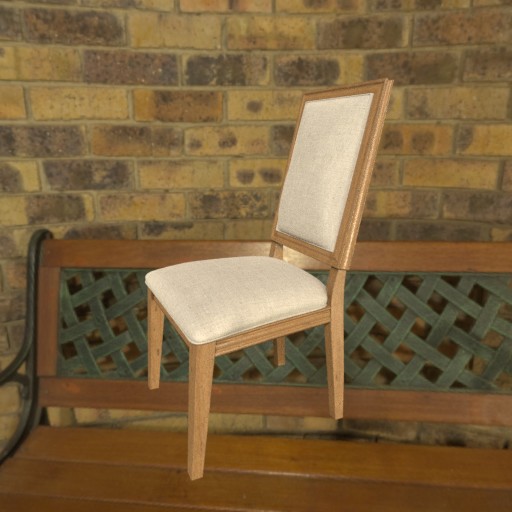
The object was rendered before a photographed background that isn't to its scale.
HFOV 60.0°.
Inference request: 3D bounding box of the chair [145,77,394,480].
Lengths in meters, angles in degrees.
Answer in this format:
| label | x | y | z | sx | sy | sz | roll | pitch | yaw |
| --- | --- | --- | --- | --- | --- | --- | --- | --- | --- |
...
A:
| label | x | y | z | sx | sy | sz | roll | pitch | yaw |
| --- | --- | --- | --- | --- | --- | --- | --- | --- | --- |
| chair | 0.000 | 0.000 | 1.336 | 0.601 | 0.988 | 0.536 | -7 | 17 | -25 |
